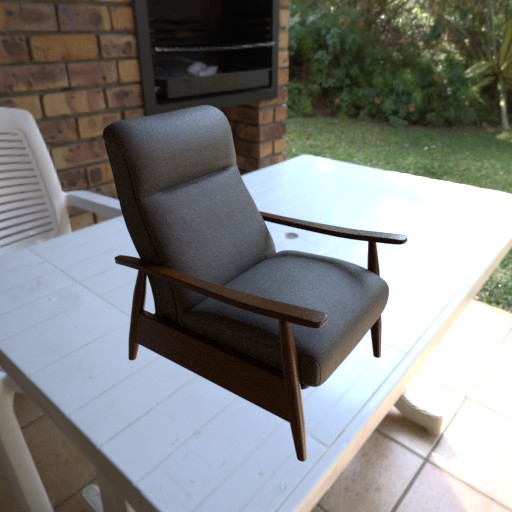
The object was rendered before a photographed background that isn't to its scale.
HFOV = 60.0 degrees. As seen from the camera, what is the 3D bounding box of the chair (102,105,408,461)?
[{"bbox_3d":[0.000,0.000,1.864,1.014,1.081,0.762,18,32,32],"label":"chair"}]
